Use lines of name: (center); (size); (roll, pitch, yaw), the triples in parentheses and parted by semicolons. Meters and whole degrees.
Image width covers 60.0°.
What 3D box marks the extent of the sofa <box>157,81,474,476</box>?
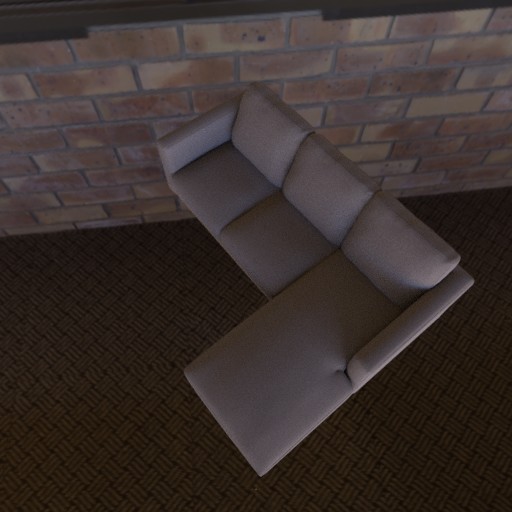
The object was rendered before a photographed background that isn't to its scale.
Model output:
sofa: (0.000, 0.000, 2.869); (1.591, 0.897, 2.031); (-35, 68, -17)
